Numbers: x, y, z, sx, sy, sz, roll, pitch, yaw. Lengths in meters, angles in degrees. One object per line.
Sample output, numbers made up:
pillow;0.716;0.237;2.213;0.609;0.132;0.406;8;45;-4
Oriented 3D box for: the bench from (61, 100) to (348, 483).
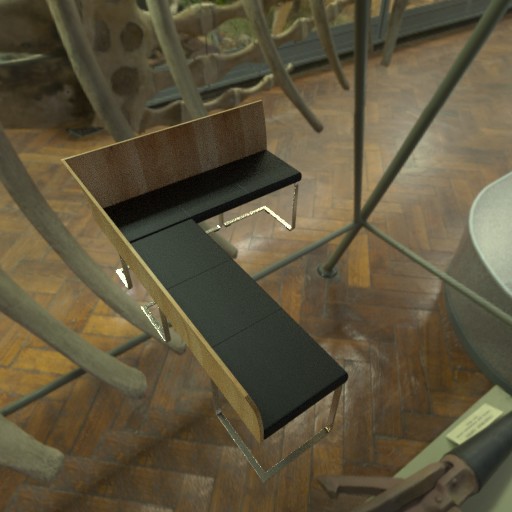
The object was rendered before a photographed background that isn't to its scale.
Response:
bench;0.000;0.000;2.719;1.495;0.930;1.945;-26;48;-26
